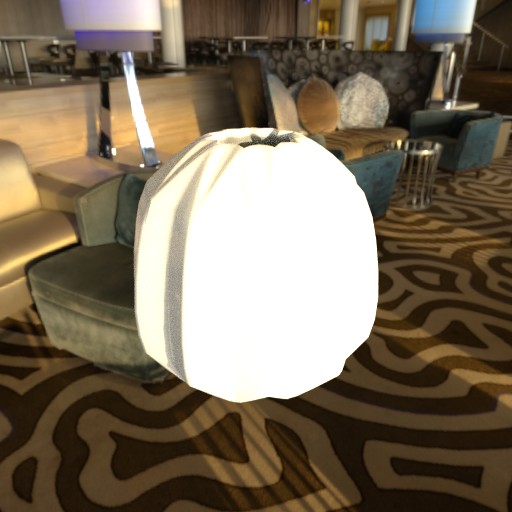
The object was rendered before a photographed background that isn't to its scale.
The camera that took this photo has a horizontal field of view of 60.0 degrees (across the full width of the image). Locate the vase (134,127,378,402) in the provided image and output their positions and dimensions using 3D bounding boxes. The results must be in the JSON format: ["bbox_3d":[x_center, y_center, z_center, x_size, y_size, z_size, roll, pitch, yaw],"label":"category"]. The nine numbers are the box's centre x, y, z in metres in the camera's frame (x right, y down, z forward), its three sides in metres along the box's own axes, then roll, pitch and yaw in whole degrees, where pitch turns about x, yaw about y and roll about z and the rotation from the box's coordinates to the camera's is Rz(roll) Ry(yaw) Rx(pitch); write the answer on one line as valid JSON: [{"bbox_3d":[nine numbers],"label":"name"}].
[{"bbox_3d":[0.000,0.000,0.251,0.139,0.134,0.139,0,26,0],"label":"vase"}]
